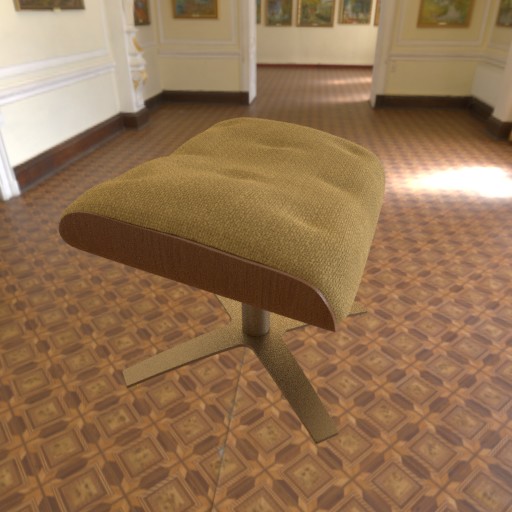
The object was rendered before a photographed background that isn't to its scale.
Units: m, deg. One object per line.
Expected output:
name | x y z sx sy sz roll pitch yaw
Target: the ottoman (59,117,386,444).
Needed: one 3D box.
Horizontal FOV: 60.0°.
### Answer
ottoman | 0.000 0.000 0.792 0.394 0.391 0.520 10 31 17
